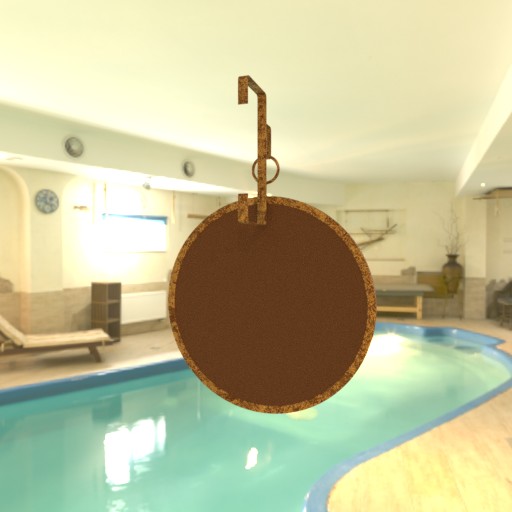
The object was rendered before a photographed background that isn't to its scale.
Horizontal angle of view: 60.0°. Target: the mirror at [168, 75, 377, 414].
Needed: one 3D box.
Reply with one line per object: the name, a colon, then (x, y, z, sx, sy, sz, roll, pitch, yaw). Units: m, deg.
mirror: (0.000, 0.000, 0.865, 0.447, 0.651, 0.144, 0, 1, 19)
